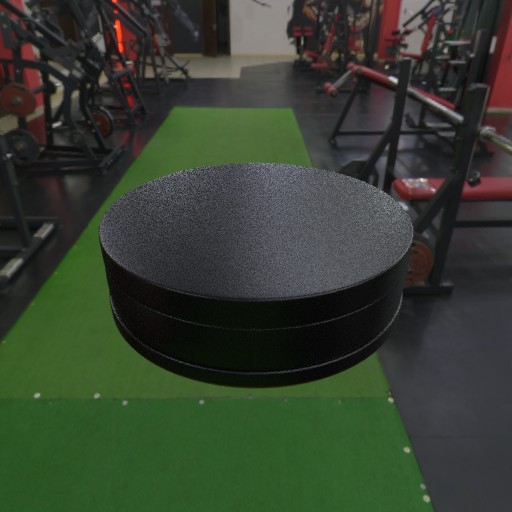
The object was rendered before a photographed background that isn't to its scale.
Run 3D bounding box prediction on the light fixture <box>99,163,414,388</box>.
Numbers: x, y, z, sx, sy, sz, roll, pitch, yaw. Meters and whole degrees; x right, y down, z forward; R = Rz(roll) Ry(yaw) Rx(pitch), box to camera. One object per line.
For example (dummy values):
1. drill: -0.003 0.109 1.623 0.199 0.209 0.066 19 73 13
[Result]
1. light fixture: 0.000 0.000 0.436 0.283 0.097 0.283 0 30 0
